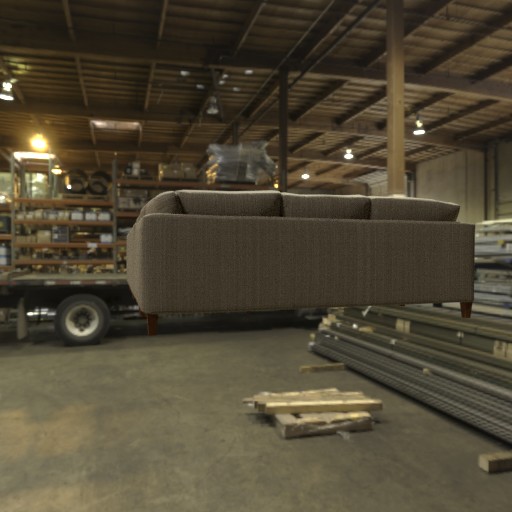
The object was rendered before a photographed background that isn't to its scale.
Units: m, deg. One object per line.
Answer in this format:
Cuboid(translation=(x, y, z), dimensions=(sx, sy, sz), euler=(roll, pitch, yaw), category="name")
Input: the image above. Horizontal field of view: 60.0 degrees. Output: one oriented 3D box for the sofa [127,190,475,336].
Cuboid(translation=(0.000, 0.000, 4.728), dimensions=(2.594, 0.961, 3.460), euler=(0, 0, -18), category="sofa")
